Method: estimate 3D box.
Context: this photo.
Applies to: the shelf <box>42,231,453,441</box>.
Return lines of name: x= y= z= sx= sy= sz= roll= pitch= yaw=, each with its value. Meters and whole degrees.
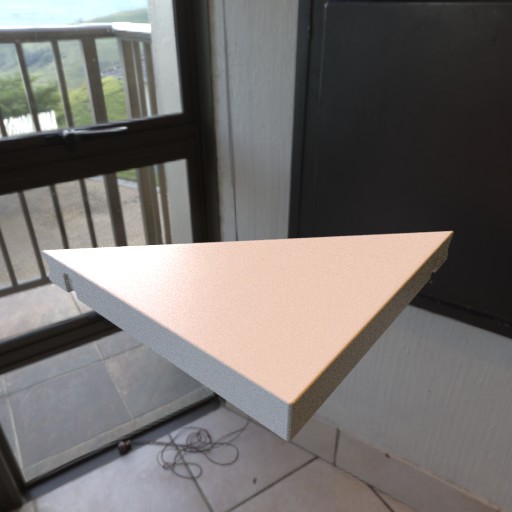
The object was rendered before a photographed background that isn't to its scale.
shelf: x=0.000 y=0.000 z=0.452 sx=0.296 sy=0.035 sz=0.296 roll=22 pitch=37 yaw=33
